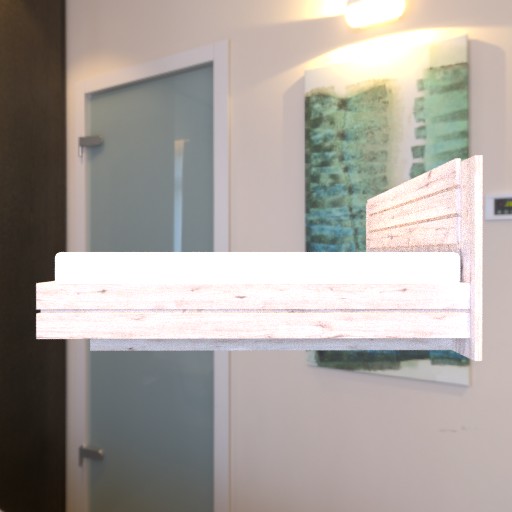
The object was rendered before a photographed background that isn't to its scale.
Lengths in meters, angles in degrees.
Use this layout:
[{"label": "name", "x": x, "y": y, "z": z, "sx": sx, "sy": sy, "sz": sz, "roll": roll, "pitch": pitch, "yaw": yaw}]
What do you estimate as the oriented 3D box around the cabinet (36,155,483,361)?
[{"label": "cabinet", "x": 0.000, "y": 0.000, "z": 3.019, "sx": 2.080, "sy": 0.970, "sz": 1.950, "roll": 0, "pitch": 0, "yaw": -1}]
